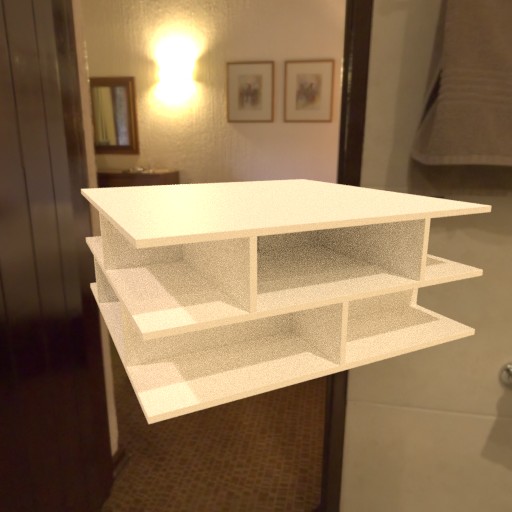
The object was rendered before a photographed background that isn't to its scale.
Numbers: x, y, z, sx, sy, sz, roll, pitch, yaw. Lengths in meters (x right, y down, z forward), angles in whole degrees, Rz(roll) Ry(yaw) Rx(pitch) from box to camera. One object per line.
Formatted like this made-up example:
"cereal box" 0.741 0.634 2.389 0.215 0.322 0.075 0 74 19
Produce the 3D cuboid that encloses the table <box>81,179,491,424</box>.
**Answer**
"table" 0.000 0.000 1.071 0.700 0.289 0.700 -7 16 -26
